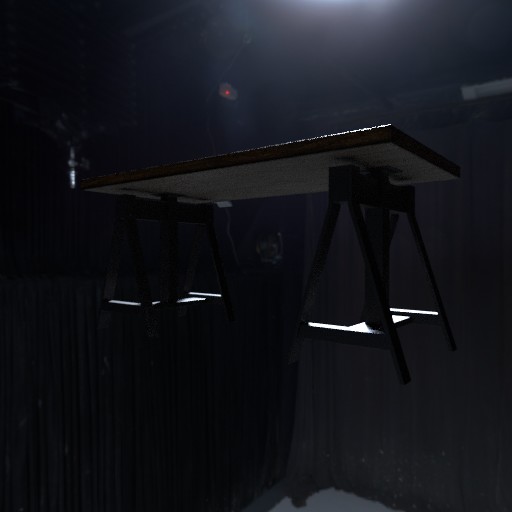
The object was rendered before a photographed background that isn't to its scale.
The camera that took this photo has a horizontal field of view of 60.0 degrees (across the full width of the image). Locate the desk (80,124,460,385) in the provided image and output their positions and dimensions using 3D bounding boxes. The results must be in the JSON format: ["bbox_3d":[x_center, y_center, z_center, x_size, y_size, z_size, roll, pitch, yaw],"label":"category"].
[{"bbox_3d":[0.000,0.000,1.975,1.543,0.725,0.784,0,1,38],"label":"desk"}]
